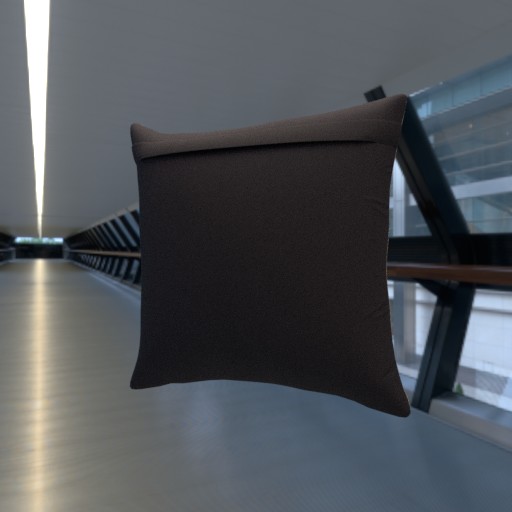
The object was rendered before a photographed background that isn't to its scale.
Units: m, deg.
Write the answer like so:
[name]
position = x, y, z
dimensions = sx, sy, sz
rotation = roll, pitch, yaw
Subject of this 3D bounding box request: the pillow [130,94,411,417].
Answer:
[pillow]
position = 0.000, 0.000, 0.616
dimensions = 0.405, 0.406, 0.173
rotation = 0, 0, 18
